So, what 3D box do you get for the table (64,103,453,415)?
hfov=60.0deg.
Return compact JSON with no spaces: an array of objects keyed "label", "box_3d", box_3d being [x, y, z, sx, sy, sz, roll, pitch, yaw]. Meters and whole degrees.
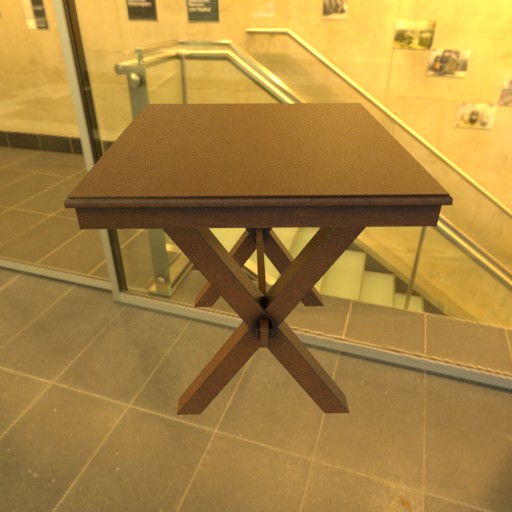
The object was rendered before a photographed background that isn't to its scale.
[{"label":"table","box_3d":[0.000,0.000,1.036,0.560,0.562,0.602,-1,31,-1]}]
